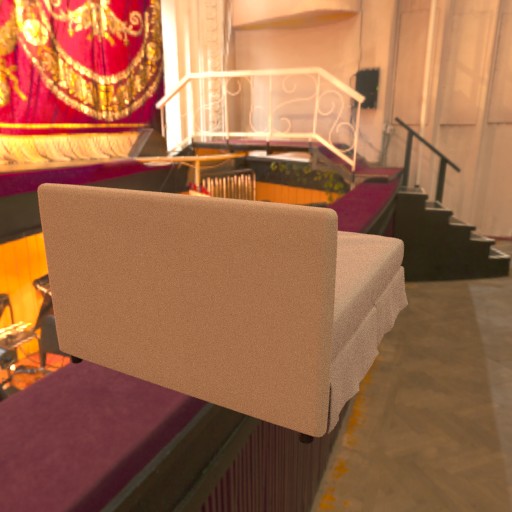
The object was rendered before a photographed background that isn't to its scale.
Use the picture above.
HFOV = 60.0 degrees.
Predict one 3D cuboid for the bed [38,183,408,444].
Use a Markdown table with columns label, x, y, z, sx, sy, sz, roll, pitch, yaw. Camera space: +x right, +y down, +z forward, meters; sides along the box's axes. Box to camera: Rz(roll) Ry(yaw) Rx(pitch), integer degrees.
| label | x | y | z | sx | sy | sz | roll | pitch | yaw |
| --- | --- | --- | --- | --- | --- | --- | --- | --- | --- |
| bed | 0.000 | 0.000 | 3.605 | 2.119 | 1.317 | 2.341 | 9 | 19 | 27 |
